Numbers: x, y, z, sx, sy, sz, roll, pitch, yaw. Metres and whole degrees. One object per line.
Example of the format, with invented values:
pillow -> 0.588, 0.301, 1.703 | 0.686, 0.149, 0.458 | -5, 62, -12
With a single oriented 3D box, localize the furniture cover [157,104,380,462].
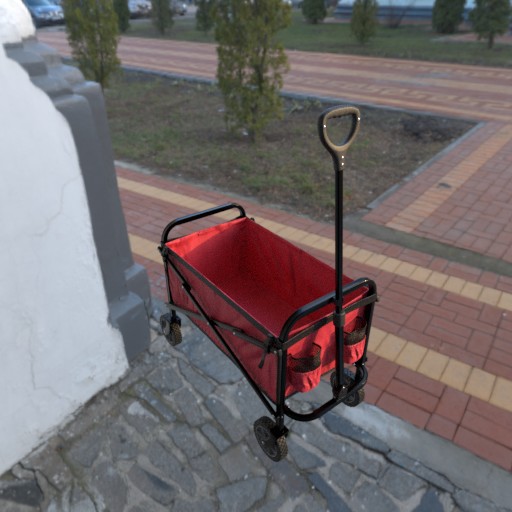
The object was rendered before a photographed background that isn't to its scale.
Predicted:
furniture cover -> 0.000, 0.000, 1.778 | 0.532, 1.295, 1.038 | -21, 37, -31
